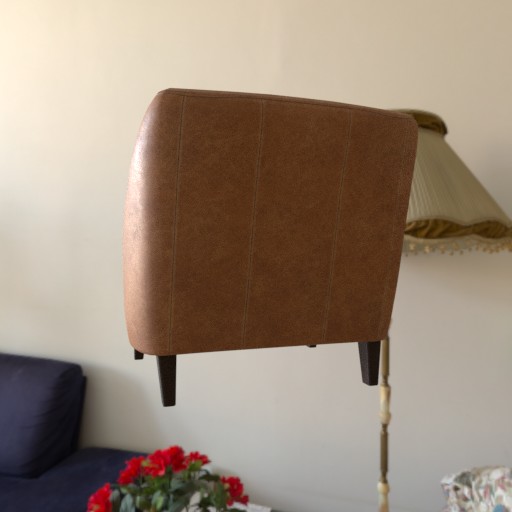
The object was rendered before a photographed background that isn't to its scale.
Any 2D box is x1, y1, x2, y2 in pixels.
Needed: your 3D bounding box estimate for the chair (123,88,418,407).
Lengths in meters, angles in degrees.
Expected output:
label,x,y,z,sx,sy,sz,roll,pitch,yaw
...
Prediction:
label,x,y,z,sx,sy,sz,roll,pitch,yaw
chair,0.000,0.000,1.810,1.037,0.980,1.034,0,0,-17
